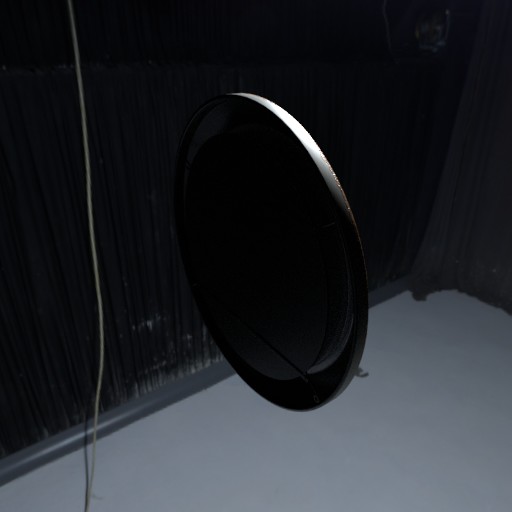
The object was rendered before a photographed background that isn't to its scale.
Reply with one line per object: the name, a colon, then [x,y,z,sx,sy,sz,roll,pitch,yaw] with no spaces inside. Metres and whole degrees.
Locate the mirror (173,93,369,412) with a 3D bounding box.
mirror: [0.000,0.000,1.311,0.111,0.907,0.907,-17,31,-31]
